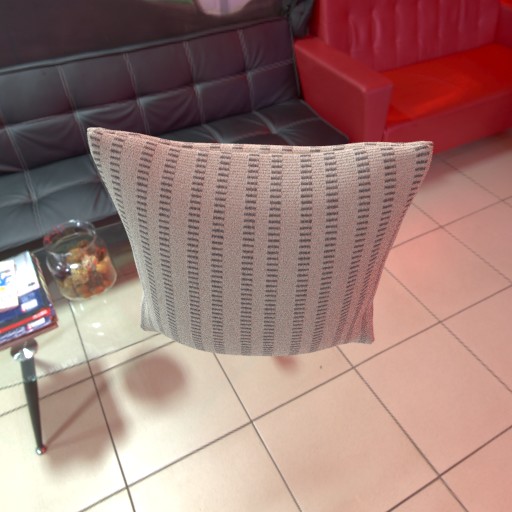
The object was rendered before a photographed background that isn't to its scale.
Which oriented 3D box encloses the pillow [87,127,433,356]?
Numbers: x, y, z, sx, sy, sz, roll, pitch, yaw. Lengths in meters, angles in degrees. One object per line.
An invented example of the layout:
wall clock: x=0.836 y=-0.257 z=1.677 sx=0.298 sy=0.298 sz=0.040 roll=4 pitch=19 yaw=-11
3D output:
pillow: x=0.000 y=0.000 z=0.691 sx=0.438 sy=0.419 sz=0.247 roll=3 pitch=45 yaw=3
